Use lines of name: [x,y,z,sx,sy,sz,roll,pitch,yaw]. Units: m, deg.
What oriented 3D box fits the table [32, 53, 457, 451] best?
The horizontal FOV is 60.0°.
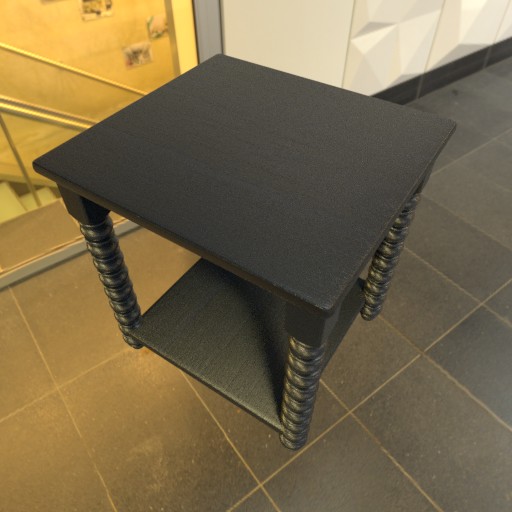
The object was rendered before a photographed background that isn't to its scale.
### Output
table: [0.000,0.000,0.949,0.533,0.567,0.500,26,52,22]
